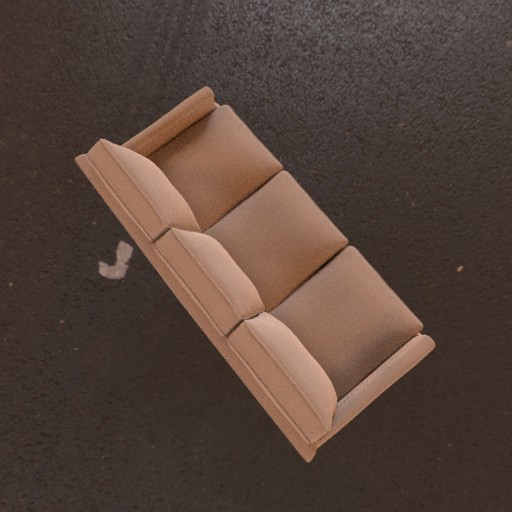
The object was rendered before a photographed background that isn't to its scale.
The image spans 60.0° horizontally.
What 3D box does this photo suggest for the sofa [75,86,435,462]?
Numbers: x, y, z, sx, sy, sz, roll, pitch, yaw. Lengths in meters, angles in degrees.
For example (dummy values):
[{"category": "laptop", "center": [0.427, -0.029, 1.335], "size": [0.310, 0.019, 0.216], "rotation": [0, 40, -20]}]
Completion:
[{"category": "sofa", "center": [0.000, 0.000, 2.864], "size": [1.084, 1.003, 2.246], "rotation": [-38, 79, -9]}]
